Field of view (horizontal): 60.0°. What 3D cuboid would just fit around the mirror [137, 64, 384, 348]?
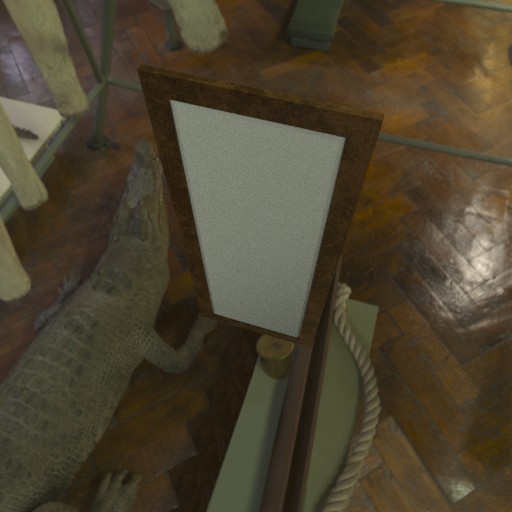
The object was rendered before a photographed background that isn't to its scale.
[{"bbox_3d":[0.000,0.000,2.278,0.812,2.031,0.032,15,60,9],"label":"mirror"}]
